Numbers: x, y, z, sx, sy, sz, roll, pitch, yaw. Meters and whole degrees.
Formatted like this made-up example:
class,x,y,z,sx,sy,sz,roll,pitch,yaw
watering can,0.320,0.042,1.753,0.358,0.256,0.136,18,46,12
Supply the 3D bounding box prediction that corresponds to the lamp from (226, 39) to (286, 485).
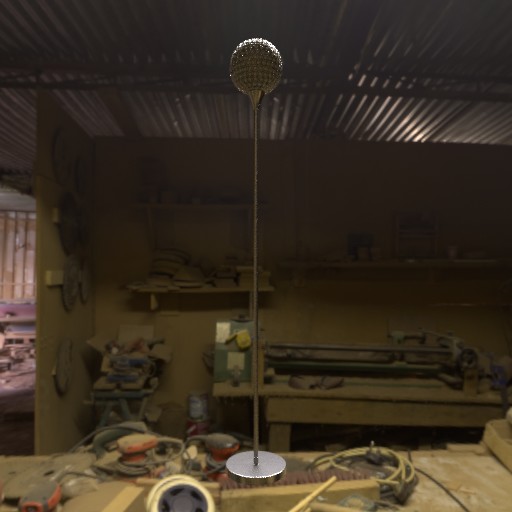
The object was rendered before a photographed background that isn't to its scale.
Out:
class,x,y,z,sx,sy,sz,roll,pitch,yaw
lamp,0.000,0.000,1.885,0.254,1.805,0.254,0,-2,0
